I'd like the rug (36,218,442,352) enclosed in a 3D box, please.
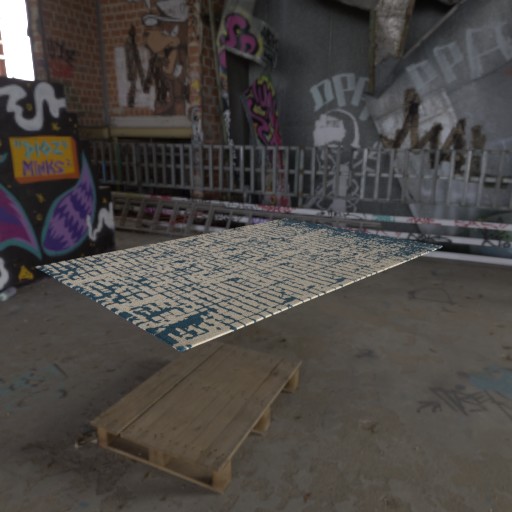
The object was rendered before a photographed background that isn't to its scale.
[{"bbox_3d":[0.000,0.000,2.366,1.828,0.007,1.220,-15,21,-42],"label":"rug"}]
